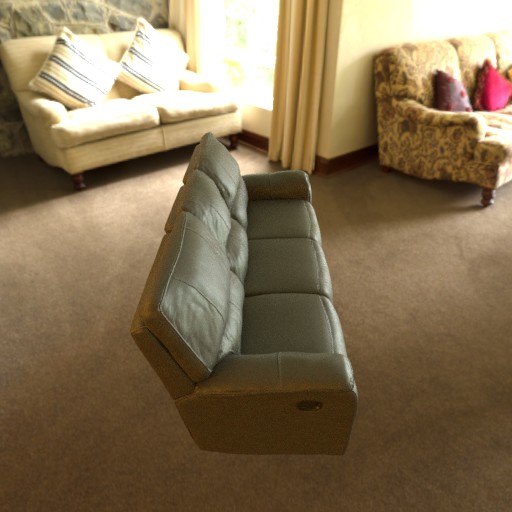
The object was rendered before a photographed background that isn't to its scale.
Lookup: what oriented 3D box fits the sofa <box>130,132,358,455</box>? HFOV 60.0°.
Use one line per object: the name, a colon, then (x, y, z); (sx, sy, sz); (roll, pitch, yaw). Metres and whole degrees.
sofa: (0.000, 0.000, 3.188); (1.104, 1.134, 2.627); (0, 32, 1)
